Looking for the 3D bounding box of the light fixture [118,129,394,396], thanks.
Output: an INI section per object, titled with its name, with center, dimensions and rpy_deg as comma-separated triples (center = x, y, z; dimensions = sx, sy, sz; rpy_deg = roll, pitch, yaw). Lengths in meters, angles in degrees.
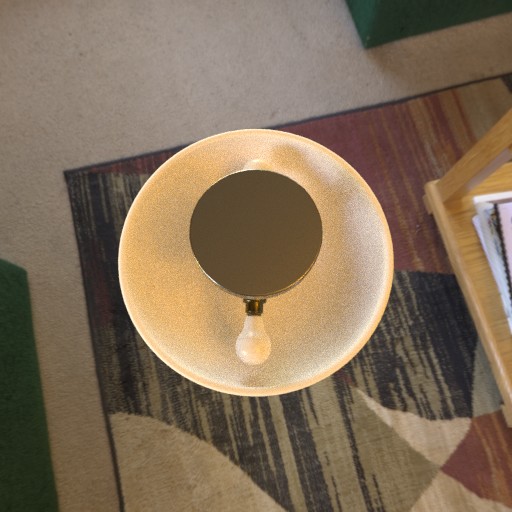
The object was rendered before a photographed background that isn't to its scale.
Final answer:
[light fixture]
center = 0.000, 0.000, 0.548
dimensions = 0.330, 0.214, 0.330
rpy_deg = 0, 76, 0
